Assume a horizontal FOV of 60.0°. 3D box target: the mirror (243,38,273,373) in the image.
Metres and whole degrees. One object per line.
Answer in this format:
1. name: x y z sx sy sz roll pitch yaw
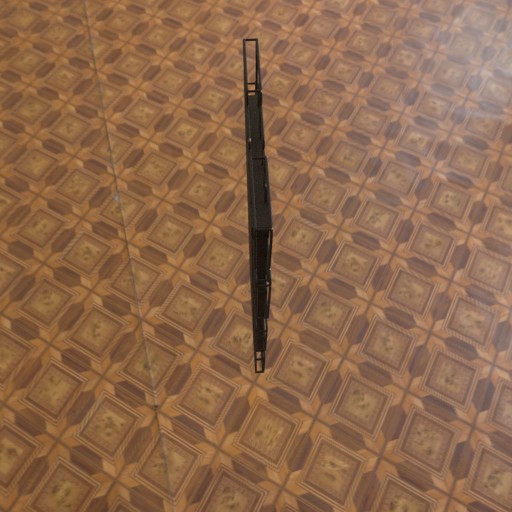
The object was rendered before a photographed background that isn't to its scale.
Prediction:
1. mirror: 0.000 0.000 1.402 0.037 1.192 0.565 -3 64 -1
